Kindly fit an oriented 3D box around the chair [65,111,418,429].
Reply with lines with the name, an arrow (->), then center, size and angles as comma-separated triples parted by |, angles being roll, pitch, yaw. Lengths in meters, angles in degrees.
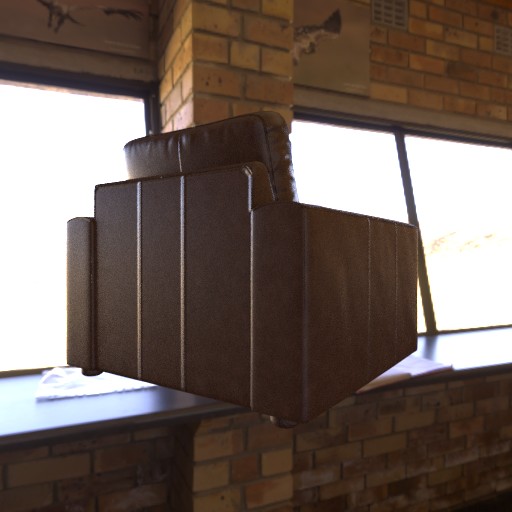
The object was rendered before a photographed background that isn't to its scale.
chair -> 0.000, 0.000, 1.745 | 1.005, 0.873, 1.016 | 0, 1, 35
